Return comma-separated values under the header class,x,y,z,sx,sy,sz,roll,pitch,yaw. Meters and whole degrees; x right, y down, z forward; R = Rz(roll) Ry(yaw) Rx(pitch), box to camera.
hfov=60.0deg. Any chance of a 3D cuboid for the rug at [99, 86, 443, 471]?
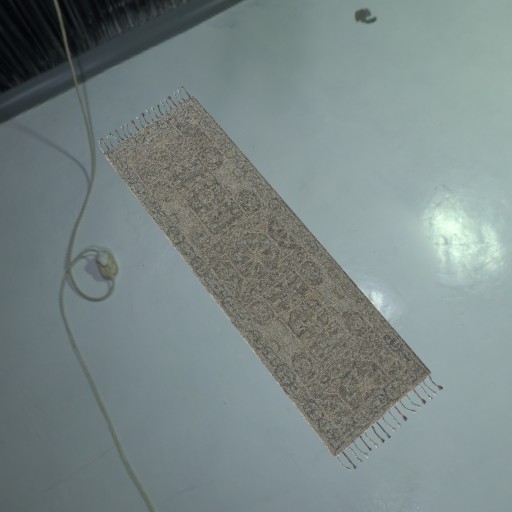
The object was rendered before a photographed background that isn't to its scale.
class,x,y,z,sx,sy,sz,roll,pitch,yaw
rug,0.000,0.000,2.849,0.762,0.011,2.664,-37,77,-10
